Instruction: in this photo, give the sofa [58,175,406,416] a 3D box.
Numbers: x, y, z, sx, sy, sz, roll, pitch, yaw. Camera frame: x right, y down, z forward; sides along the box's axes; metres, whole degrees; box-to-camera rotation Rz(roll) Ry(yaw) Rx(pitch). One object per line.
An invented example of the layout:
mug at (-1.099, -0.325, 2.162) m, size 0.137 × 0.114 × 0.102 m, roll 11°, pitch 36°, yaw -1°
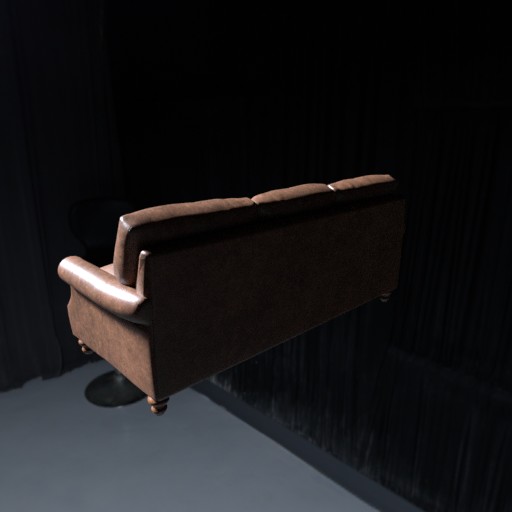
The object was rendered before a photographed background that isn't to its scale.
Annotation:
sofa at (0.000, 0.000, 2.965) m, size 2.351 × 0.977 × 0.973 m, roll -15°, pitch 23°, yaw -41°
